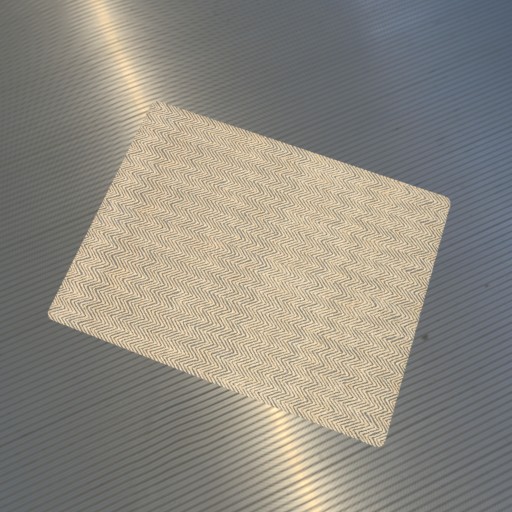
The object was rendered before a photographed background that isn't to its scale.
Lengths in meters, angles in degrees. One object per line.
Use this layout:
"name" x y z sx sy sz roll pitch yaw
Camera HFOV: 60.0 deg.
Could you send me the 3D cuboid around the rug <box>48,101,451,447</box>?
"rug" 0.000 0.000 4.209 3.207 0.014 2.439 20 76 5
